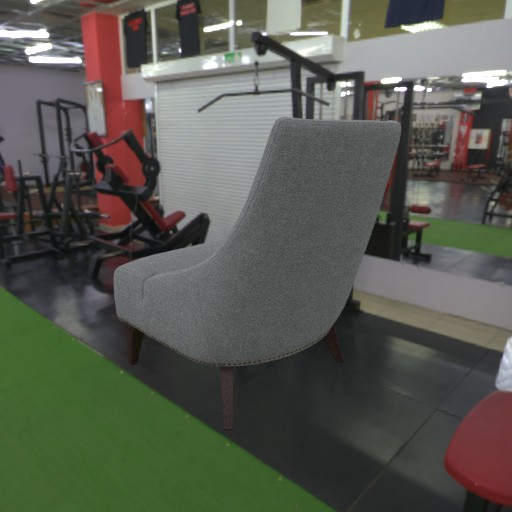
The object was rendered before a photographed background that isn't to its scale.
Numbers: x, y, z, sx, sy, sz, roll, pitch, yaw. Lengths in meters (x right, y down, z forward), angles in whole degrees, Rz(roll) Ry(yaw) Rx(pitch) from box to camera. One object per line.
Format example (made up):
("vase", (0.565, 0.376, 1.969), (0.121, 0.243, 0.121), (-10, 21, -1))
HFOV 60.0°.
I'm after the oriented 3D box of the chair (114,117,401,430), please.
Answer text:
("chair", (0.000, 0.000, 1.557), (0.701, 0.909, 0.861), (-15, 22, -42))
